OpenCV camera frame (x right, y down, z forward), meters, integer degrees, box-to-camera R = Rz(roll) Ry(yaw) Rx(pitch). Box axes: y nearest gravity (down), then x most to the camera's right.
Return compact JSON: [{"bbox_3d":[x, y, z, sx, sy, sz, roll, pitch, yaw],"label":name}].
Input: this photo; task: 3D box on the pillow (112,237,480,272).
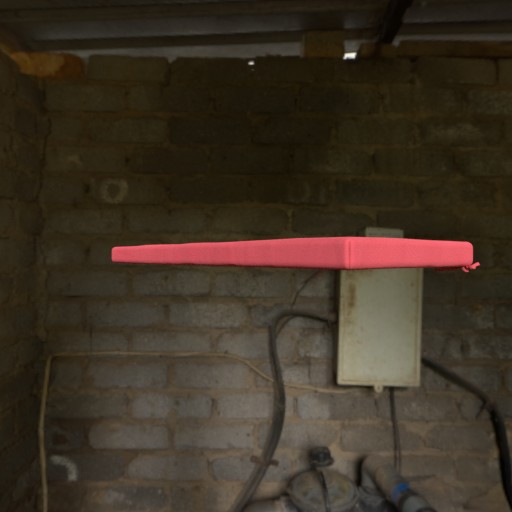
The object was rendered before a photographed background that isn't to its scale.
[{"bbox_3d":[0.000,0.000,1.364,0.492,0.081,1.187,0,0,-38],"label":"pillow"}]
